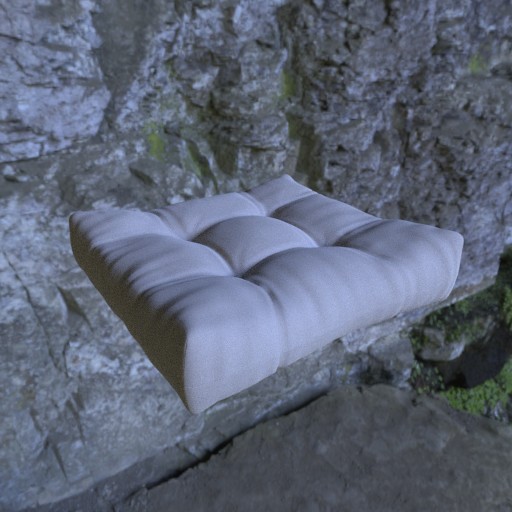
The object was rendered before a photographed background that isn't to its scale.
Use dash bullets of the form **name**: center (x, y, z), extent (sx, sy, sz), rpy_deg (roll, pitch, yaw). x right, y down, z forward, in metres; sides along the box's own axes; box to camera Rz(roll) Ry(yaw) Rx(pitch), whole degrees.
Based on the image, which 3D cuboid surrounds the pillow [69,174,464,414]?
- **pillow**: center (0.000, 0.000, 0.737), extent (0.490, 0.128, 0.468), rpy_deg (-16, 30, -31)
